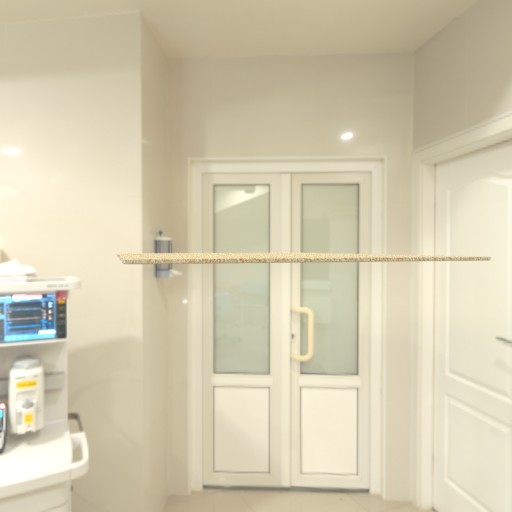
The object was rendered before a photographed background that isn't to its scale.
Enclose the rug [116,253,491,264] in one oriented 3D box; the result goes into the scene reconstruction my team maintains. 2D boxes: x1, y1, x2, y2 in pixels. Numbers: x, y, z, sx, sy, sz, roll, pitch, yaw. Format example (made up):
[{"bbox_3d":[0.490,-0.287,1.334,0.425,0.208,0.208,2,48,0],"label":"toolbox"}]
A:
[{"bbox_3d":[0.000,0.000,4.042,2.401,0.025,3.001,0,1,-18],"label":"rug"}]
